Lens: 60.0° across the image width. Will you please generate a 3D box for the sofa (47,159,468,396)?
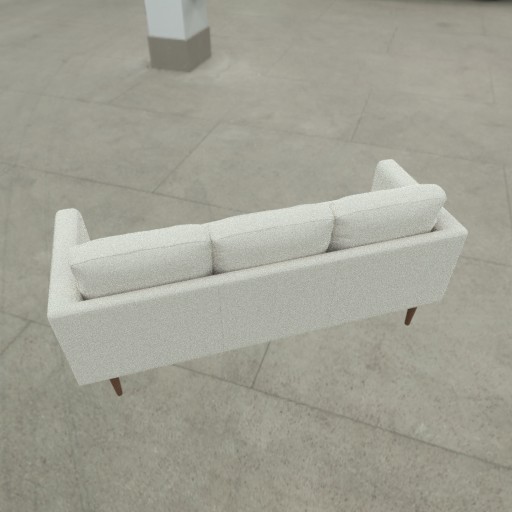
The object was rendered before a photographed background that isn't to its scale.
[{"bbox_3d":[0.000,0.000,2.471,2.029,0.912,0.802,-11,42,-12],"label":"sofa"}]
